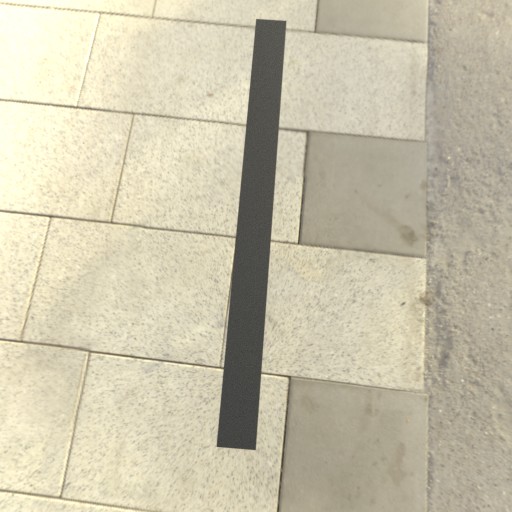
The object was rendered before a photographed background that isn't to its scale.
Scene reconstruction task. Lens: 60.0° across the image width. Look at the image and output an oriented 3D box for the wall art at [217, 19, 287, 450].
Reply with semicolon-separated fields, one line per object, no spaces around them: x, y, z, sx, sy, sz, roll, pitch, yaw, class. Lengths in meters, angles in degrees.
0.000;0.000;0.534;0.029;0.330;0.381;4;75;1;wall art
